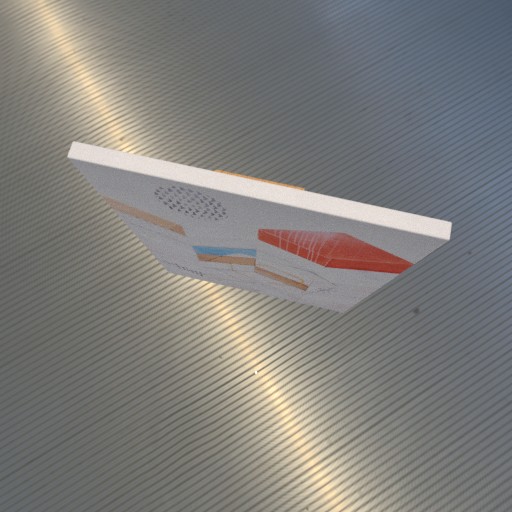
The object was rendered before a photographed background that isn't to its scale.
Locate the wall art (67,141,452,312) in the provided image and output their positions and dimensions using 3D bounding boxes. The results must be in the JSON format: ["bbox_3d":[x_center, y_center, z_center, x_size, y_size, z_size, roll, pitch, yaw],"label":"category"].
[{"bbox_3d":[0.000,0.000,1.104,0.613,0.848,0.036,13,76,3],"label":"wall art"}]
